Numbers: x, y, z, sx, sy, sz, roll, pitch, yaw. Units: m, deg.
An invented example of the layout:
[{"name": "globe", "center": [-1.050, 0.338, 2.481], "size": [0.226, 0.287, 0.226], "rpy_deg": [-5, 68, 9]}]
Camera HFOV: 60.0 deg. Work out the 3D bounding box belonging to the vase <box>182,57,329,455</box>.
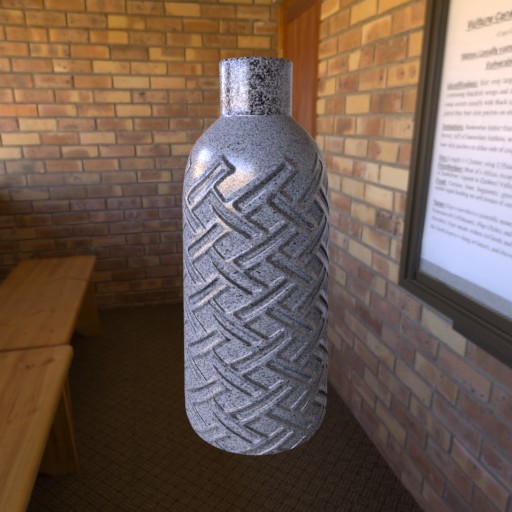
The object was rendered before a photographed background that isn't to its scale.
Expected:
[{"name": "vase", "center": [0.000, 0.000, 0.349], "size": [0.122, 0.282, 0.122], "rpy_deg": [0, 17, 0]}]
